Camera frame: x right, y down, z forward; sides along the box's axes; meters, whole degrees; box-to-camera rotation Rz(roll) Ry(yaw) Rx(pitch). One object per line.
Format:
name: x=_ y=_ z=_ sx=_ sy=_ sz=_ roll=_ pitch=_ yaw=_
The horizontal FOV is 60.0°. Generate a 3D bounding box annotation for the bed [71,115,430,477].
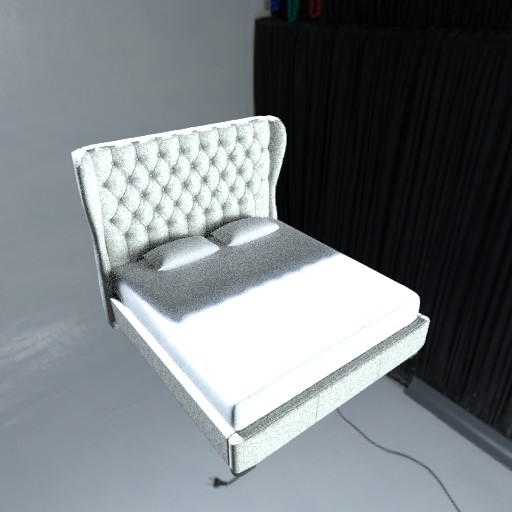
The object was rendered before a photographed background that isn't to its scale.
bed: x=0.000 y=0.000 z=3.908 sx=2.219 sy=1.771 sz=2.347 roll=-21 pitch=36 yaw=-32
